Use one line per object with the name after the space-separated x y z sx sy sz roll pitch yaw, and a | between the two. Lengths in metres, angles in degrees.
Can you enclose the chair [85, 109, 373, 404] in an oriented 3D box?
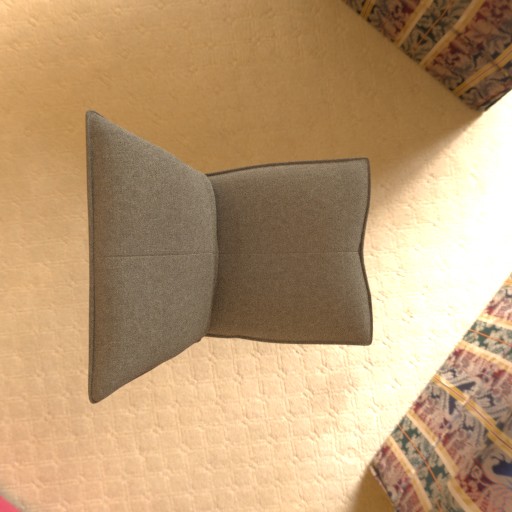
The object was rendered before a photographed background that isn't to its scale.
0.000 0.000 1.282 0.696 0.811 0.597 0 91 1 | chair
